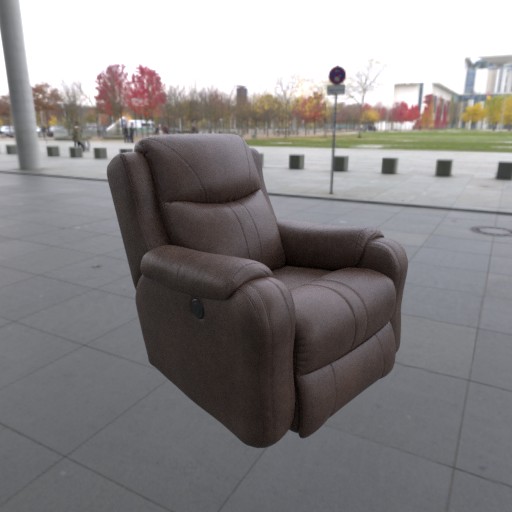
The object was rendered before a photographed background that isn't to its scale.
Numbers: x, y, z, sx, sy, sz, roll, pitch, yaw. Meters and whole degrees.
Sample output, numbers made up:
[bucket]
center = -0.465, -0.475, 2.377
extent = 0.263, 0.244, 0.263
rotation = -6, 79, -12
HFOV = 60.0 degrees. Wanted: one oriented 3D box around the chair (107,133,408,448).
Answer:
[chair]
center = 0.000, 0.000, 1.877
extent = 1.067, 0.990, 0.940
rotation = 15, 22, 42
